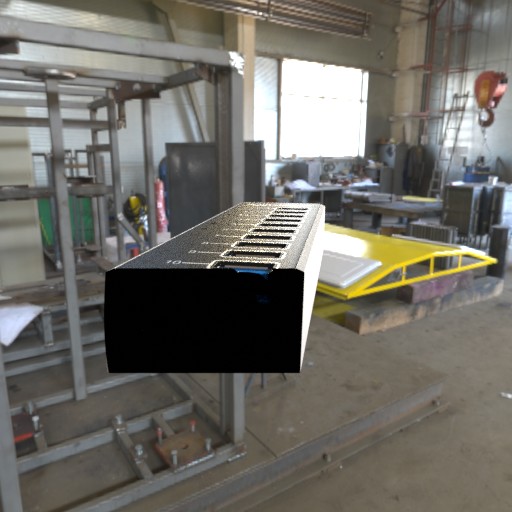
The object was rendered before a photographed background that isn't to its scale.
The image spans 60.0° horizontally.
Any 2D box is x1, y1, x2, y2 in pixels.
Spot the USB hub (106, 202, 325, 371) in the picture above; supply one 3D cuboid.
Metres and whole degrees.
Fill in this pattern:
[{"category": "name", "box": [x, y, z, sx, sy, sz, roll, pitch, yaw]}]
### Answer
[{"category": "USB hub", "box": [0.000, 0.000, 0.162, 0.044, 0.023, 0.145, 2, 14, 10]}]
